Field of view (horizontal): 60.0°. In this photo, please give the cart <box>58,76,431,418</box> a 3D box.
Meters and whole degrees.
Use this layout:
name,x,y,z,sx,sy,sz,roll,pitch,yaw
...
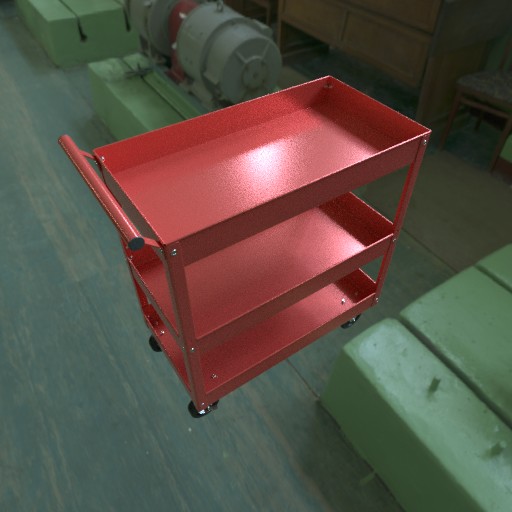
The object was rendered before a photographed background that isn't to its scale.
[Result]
name,x,y,z,sx,sy,sz,roll,pitch,yaw
cart,0.000,0.000,1.199,0.719,0.780,0.366,-26,51,-23
